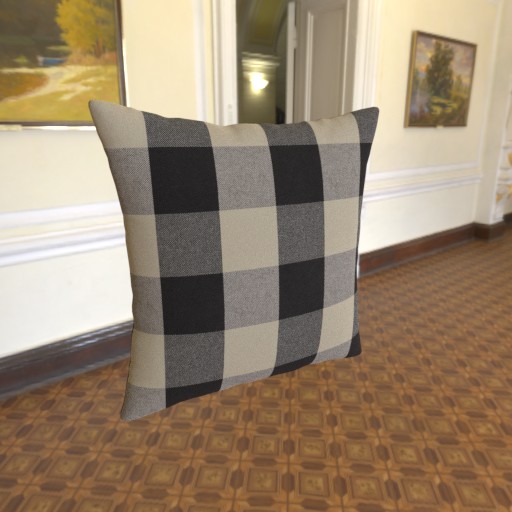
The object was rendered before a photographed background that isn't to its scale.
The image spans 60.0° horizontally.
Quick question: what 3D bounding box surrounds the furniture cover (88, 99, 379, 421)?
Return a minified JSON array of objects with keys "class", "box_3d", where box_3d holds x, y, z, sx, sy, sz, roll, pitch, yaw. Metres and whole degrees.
[{"class":"furniture cover","box_3d":[0.000,0.000,0.782,0.511,0.509,0.161,-8,18,-26]}]
